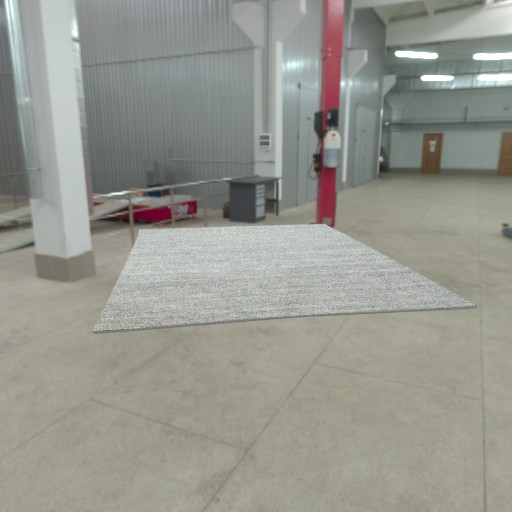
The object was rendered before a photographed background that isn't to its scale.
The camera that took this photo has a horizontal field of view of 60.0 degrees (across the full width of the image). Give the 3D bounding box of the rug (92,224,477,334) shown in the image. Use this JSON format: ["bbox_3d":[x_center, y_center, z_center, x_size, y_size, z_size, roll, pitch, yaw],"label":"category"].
[{"bbox_3d":[0.000,0.000,4.239,2.434,0.045,3.202,-2,14,-9],"label":"rug"}]
